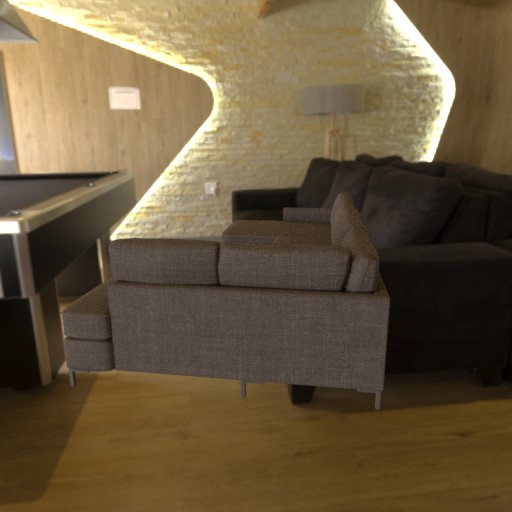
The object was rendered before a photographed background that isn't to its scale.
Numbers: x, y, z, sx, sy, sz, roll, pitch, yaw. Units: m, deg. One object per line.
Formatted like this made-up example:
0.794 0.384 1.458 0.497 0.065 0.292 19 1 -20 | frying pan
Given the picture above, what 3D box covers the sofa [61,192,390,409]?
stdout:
0.000 0.000 4.314 2.048 0.999 3.423 2 15 8 | sofa
